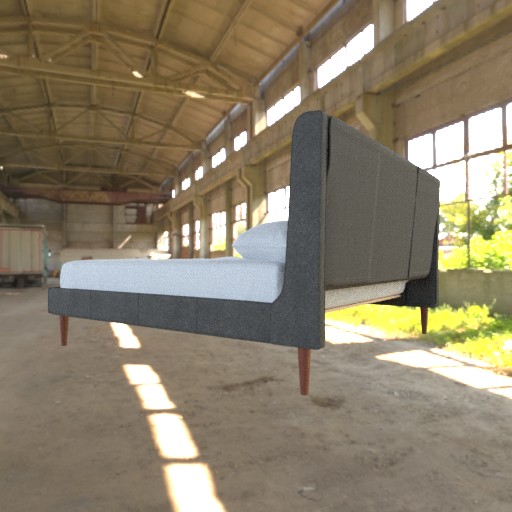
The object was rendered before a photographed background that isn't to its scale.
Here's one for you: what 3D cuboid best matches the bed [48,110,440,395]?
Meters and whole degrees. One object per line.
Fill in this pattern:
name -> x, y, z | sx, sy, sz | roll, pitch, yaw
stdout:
bed -> 0.000, 0.000, 2.493 | 1.638, 0.933, 1.531 | 0, 0, 36
